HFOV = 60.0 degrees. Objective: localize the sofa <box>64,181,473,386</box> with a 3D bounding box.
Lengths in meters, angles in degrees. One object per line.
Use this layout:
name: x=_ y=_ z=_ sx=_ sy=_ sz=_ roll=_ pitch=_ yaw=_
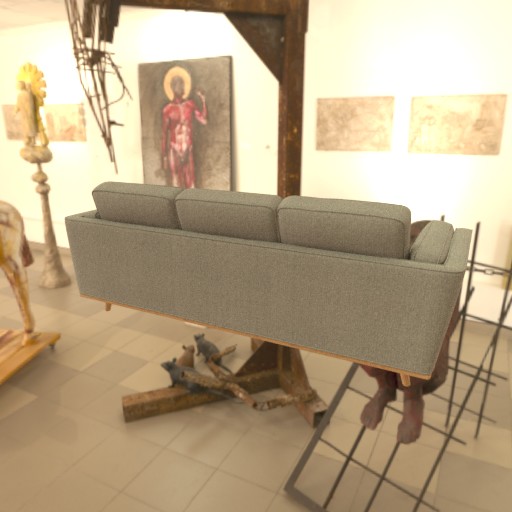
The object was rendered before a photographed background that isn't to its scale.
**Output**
sofa: x=0.000 y=0.000 z=2.756 sx=2.362 sy=0.899 sz=0.903 roll=9 pitch=19 yaw=26
